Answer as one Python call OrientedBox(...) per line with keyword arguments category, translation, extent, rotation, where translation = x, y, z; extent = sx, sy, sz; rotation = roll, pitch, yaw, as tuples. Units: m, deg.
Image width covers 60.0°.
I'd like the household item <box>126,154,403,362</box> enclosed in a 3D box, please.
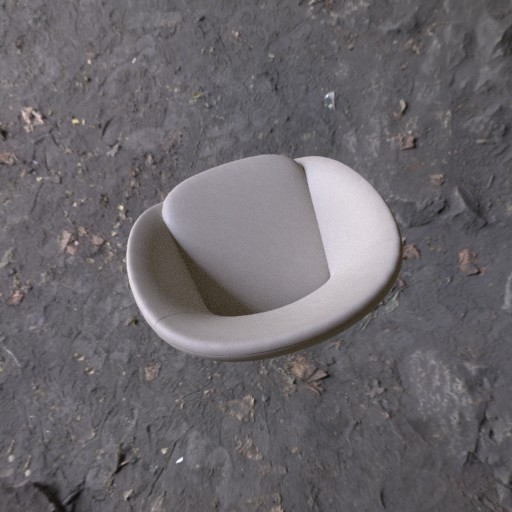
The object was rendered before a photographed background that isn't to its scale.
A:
OrientedBox(category="household item", translation=(0.000, 0.000, 1.251), extent=(0.623, 0.852, 0.573), rotation=(-19, 77, -5))
